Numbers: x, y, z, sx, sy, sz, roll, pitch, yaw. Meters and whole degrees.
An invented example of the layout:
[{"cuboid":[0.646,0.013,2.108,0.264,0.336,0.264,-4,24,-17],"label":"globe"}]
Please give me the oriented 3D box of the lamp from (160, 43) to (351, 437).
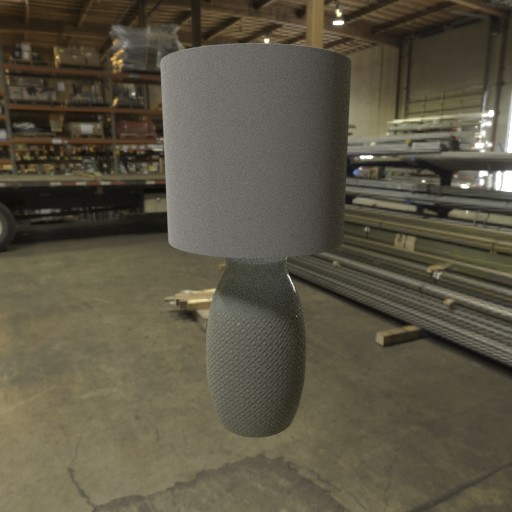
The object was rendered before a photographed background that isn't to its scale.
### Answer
[{"cuboid":[0.000,0.000,0.564,0.217,0.453,0.217,-7,15,-28],"label":"lamp"}]
